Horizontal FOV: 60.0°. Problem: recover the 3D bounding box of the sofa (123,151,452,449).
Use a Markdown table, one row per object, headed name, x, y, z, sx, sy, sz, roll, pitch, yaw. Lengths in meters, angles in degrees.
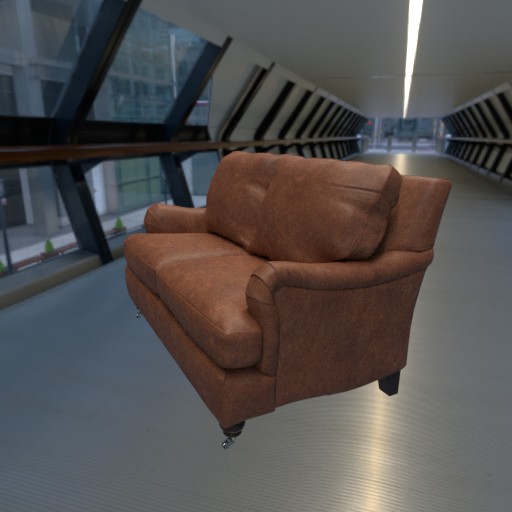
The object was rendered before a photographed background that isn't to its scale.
| name | x | y | z | sx | sy | sz | roll | pitch | yaw |
| --- | --- | --- | --- | --- | --- | --- | --- | --- | --- |
| sofa | 0.000 | 0.000 | 2.262 | 1.077 | 1.004 | 1.527 | -8 | 18 | -27 |
